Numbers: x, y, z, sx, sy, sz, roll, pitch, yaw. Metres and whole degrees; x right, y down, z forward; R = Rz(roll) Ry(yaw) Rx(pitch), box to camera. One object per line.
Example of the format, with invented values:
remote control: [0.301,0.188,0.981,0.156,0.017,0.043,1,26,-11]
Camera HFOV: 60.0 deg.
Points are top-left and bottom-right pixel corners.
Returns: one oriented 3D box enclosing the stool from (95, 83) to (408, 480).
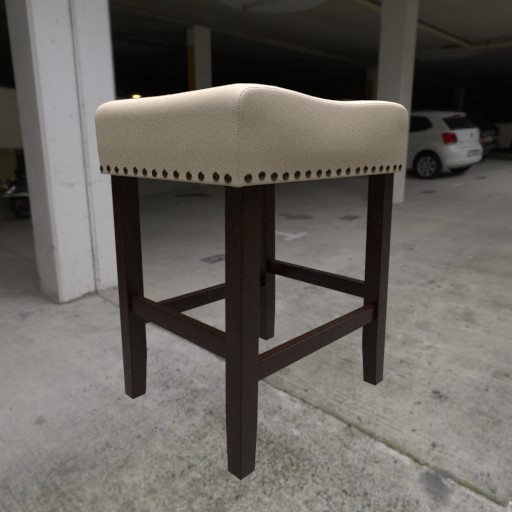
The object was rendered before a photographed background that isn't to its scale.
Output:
stool: [0.000,0.000,0.920,0.401,0.609,0.471,14,19,43]
